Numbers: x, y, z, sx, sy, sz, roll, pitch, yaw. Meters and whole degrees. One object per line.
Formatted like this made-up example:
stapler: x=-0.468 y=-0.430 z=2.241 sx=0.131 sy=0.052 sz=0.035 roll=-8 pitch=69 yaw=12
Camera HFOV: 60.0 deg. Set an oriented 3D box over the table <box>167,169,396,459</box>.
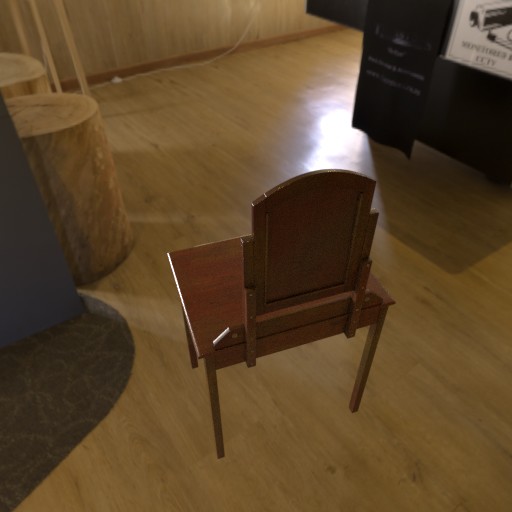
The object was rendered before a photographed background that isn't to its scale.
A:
table: x=0.000 y=0.000 z=2.278 sx=0.876 sy=1.631 sz=1.211 roll=-13 pitch=43 yaw=-14
